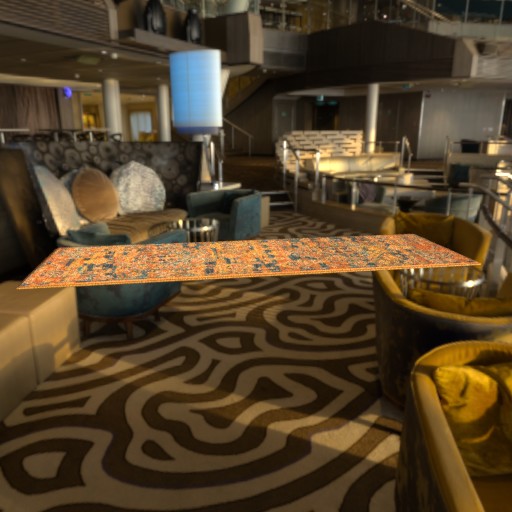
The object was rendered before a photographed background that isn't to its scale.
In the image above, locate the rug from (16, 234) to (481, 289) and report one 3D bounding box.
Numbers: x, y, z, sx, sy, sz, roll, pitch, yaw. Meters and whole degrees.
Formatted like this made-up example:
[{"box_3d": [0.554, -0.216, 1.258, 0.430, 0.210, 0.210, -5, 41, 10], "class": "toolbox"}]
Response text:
[{"box_3d": [0.000, 0.000, 1.973, 1.820, 0.013, 0.556, -3, 16, -9], "class": "rug"}]
